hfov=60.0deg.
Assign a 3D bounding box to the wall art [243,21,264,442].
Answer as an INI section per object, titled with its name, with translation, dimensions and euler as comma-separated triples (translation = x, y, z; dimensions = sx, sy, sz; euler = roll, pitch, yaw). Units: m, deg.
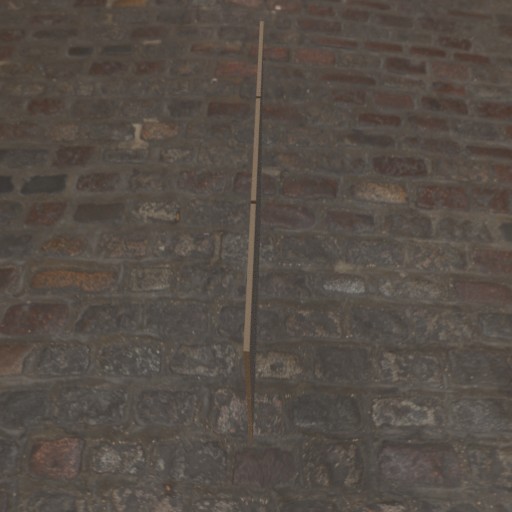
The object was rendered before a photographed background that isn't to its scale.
[wall art]
translation = 0.000, 0.000, 2.232
dimensions = 0.017, 1.521, 1.527
euler = 2, 59, 1
